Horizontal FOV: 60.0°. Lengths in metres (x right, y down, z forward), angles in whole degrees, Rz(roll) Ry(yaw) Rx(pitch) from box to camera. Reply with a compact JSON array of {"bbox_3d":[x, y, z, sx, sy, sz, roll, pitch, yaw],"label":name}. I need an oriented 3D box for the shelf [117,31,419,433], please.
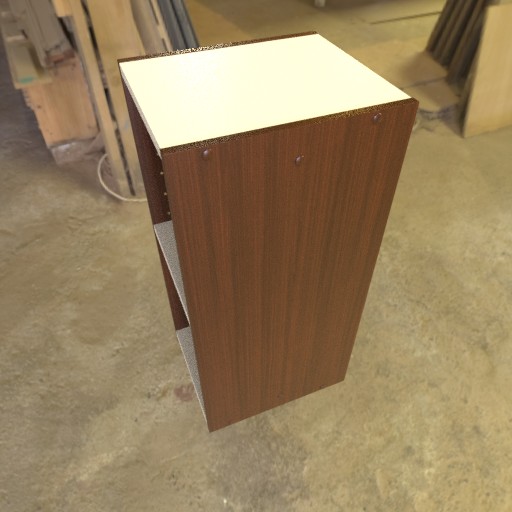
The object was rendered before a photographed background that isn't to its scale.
[{"bbox_3d":[0.000,0.000,0.745,0.290,0.600,0.253,-16,47,-16],"label":"shelf"}]
